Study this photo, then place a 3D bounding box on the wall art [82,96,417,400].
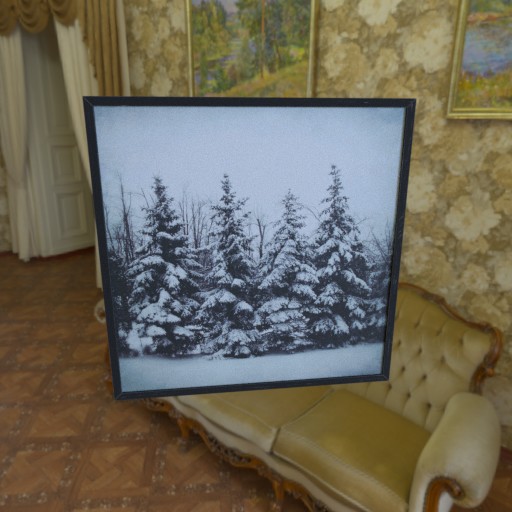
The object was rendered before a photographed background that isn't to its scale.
[{"bbox_3d":[0.000,0.000,1.129,0.761,0.761,0.037,-2,17,-7],"label":"wall art"}]
